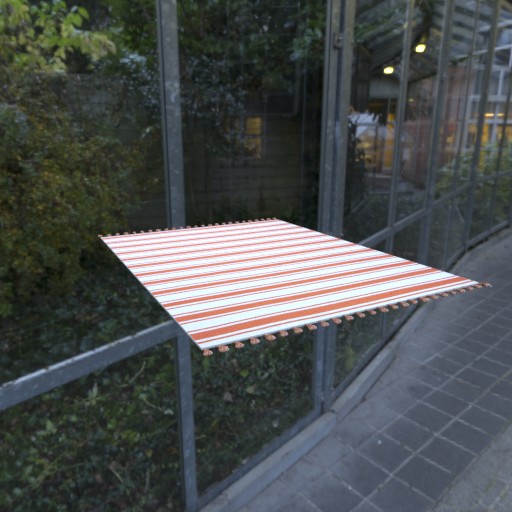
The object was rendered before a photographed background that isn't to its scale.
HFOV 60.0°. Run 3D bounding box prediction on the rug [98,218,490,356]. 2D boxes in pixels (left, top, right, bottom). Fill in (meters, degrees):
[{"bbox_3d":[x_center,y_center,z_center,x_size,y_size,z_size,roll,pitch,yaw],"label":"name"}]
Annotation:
[{"bbox_3d":[0.000,0.000,4.390,2.451,0.035,3.369,-8,17,-27],"label":"rug"}]
